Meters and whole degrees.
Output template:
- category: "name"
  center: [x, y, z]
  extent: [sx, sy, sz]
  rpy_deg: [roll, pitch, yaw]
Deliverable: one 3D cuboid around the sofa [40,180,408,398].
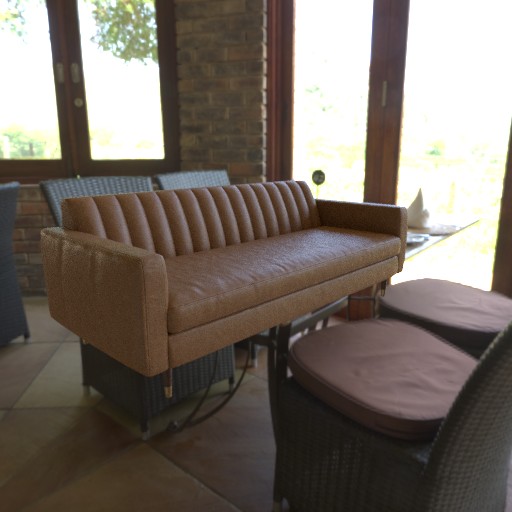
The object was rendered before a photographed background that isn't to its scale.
- category: "sofa"
  center: [0.000, 0.000, 2.797]
  extent: [0.990, 0.821, 2.291]
  rpy_deg: [13, 18, 42]
